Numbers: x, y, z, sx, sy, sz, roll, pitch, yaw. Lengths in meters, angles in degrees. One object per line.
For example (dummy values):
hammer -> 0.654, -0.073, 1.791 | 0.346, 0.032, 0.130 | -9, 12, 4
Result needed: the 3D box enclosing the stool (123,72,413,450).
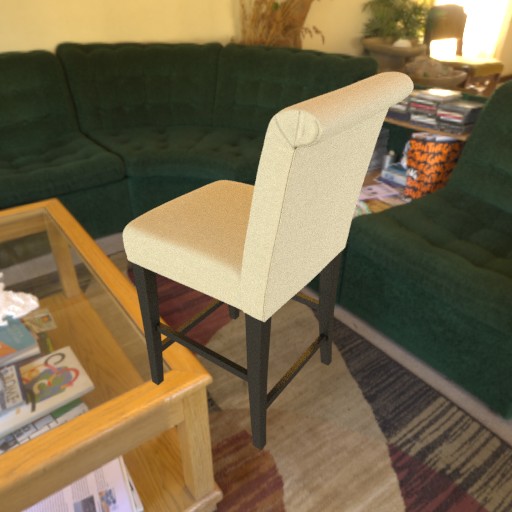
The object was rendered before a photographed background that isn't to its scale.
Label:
stool -> 0.000, 0.000, 1.263 | 0.597, 0.976, 0.452 | 21, 37, 30
